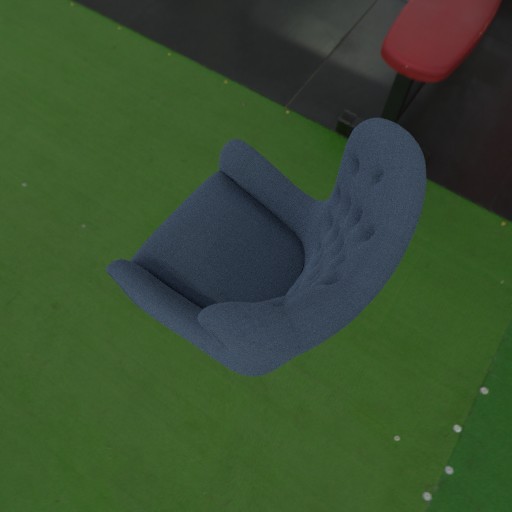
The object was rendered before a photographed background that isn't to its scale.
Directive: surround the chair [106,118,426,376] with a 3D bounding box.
[{"bbox_3d":[0.000,0.000,1.740,0.930,1.079,0.831,34,69,15],"label":"chair"}]
